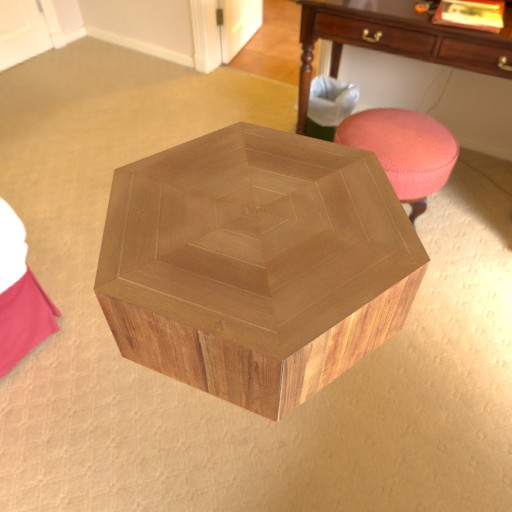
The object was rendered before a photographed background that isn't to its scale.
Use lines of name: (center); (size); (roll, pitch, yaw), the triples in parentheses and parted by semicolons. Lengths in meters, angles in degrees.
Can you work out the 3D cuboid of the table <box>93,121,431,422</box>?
table: (0.000, 0.000, 1.665); (1.000, 0.456, 1.154); (-5, 47, -4)
